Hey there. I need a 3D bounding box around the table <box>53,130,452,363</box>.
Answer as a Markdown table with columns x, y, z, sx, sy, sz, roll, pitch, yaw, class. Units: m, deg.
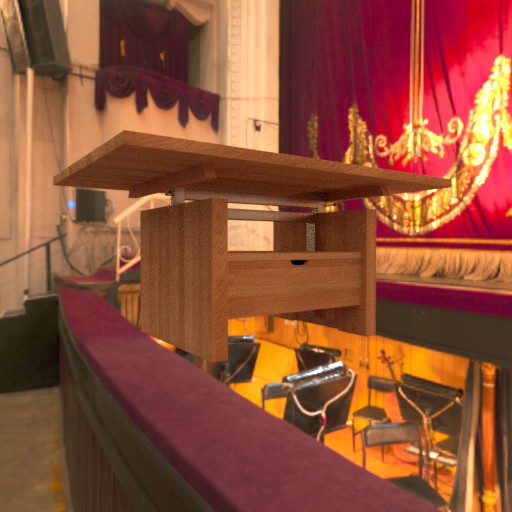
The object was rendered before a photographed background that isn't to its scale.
| x | y | z | sx | sy | sz | roll | pitch | yaw | class |
| --- | --- | --- | --- | --- | --- | --- | --- | --- | --- |
| 0.000 | 0.000 | 1.454 | 1.100 | 0.510 | 0.700 | -1 | 2 | -35 | table |
